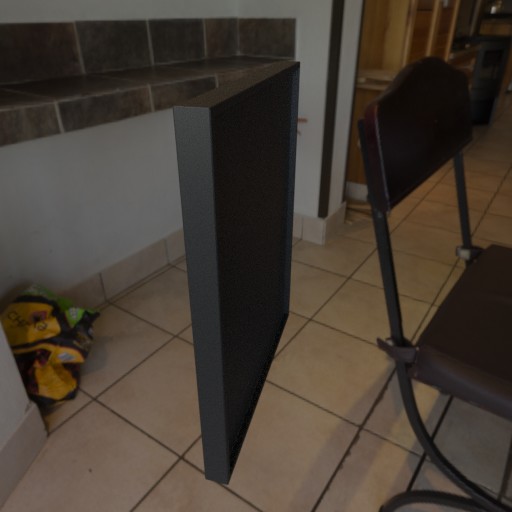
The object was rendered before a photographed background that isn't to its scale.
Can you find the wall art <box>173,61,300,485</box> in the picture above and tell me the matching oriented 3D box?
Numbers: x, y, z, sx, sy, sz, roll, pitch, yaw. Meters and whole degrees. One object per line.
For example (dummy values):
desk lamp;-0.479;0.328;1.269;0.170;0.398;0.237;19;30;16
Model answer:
wall art;0.000;0.000;0.736;0.039;0.555;0.449;8;30;14
